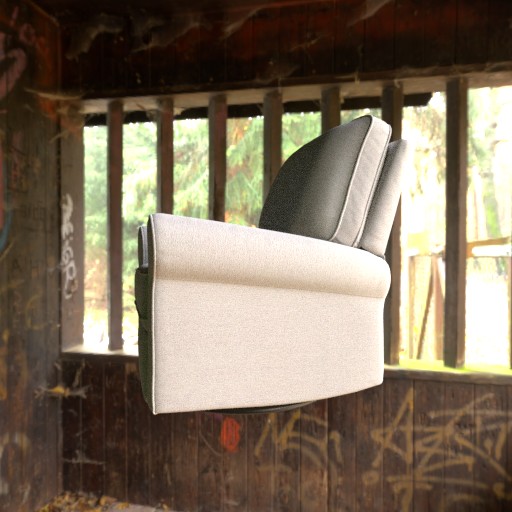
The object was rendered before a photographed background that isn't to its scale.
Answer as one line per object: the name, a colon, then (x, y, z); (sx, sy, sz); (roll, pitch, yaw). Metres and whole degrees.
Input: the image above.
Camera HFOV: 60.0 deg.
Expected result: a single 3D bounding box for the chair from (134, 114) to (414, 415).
chair: (0.000, 0.000, 1.675); (0.878, 0.960, 0.890); (0, 1, -17)
